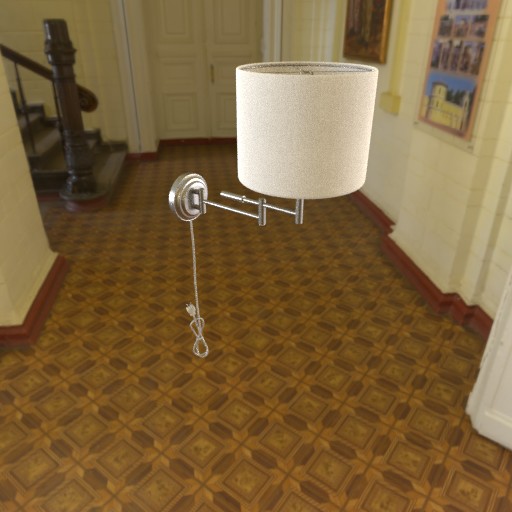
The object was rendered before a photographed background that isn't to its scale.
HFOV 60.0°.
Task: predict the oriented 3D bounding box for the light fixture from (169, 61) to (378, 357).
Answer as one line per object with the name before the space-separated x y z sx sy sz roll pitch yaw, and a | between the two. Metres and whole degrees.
light fixture | 0.000 0.000 1.055 0.479 0.842 0.253 19 34 32
